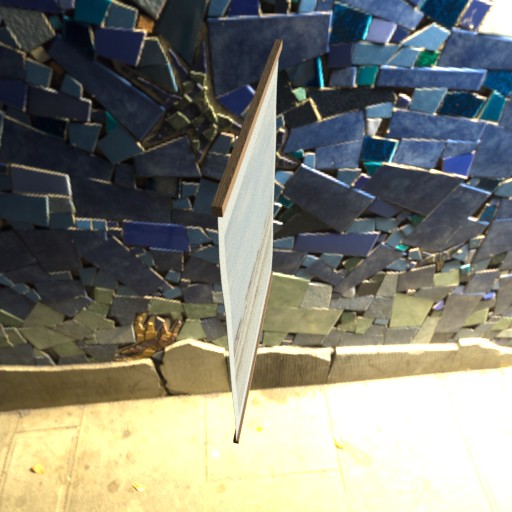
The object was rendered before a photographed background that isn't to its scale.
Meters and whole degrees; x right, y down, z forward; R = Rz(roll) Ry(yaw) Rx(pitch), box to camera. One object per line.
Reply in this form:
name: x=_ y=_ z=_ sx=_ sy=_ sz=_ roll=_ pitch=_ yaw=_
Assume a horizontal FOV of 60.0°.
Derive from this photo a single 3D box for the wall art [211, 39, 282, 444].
wall art: x=0.000 y=0.000 z=0.822 sx=0.011 sy=0.605 sz=0.458 roll=7 pitch=46 yaw=7
